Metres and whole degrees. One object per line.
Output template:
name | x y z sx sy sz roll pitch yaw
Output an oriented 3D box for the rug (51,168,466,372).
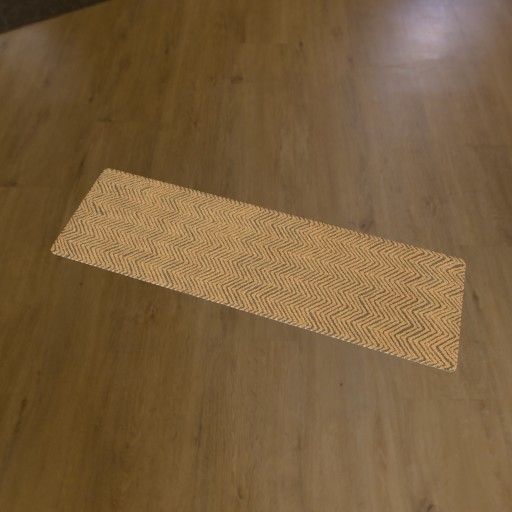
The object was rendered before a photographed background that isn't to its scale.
rug | 0.000 0.000 2.535 2.286 0.008 0.686 15 59 9
